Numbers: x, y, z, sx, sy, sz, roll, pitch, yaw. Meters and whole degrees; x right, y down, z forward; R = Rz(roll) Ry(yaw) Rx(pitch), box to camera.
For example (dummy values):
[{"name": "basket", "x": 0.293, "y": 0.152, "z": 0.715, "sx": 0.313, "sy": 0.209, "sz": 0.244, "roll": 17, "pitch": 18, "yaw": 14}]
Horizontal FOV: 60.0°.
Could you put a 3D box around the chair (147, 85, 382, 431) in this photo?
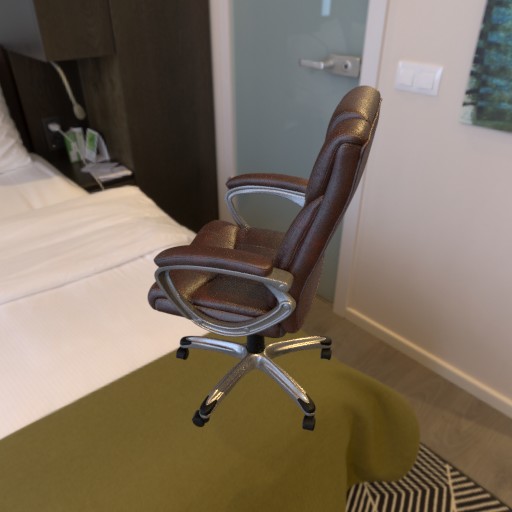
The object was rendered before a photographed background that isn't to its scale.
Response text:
[{"name": "chair", "x": 0.000, "y": 0.000, "z": 1.551, "sx": 0.692, "sy": 1.128, "sz": 0.656, "roll": 9, "pitch": 33, "yaw": 15}]
